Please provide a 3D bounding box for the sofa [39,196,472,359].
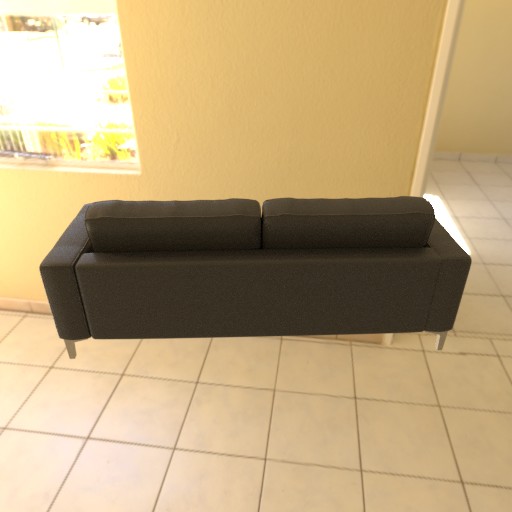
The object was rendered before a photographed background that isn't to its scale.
[{"bbox_3d":[0.000,0.000,2.714,2.275,0.893,0.833,-1,30,-2],"label":"sofa"}]
